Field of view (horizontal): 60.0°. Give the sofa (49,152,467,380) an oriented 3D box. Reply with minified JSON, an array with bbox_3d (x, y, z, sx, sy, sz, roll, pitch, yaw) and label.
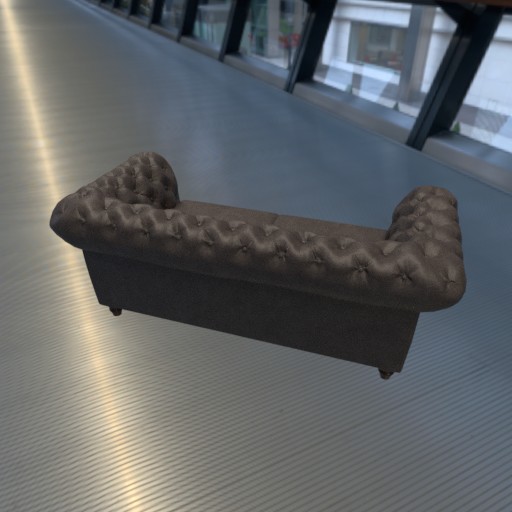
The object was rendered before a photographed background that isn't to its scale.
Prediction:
[{"bbox_3d":[0.000,0.000,2.497,2.048,0.779,0.944,10,34,15],"label":"sofa"}]
